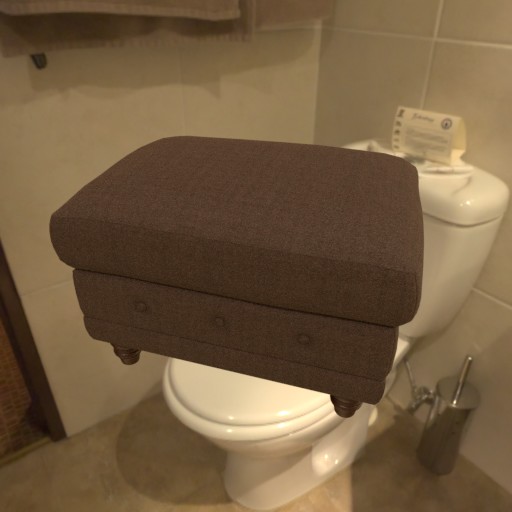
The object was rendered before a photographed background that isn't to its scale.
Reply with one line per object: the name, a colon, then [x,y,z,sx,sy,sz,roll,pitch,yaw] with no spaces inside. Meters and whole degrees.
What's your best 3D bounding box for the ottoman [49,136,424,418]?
ottoman: [0.000,0.000,1.208,0.809,0.555,0.599,9,33,14]
